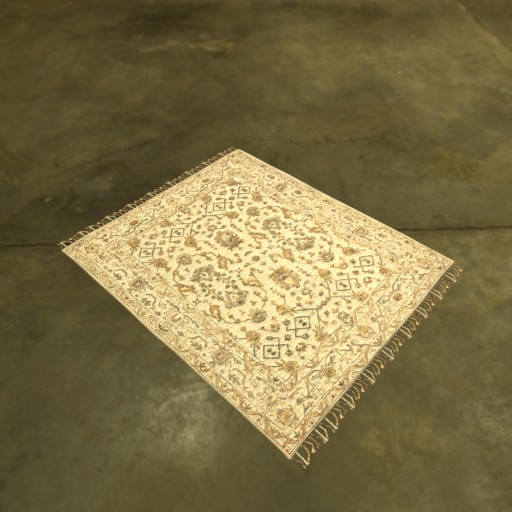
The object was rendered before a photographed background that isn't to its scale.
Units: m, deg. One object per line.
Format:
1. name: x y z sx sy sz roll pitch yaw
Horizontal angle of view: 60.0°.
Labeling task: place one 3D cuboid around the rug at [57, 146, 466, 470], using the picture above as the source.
1. rug: 0.000 0.000 4.176 3.061 0.034 2.426 34 54 28
